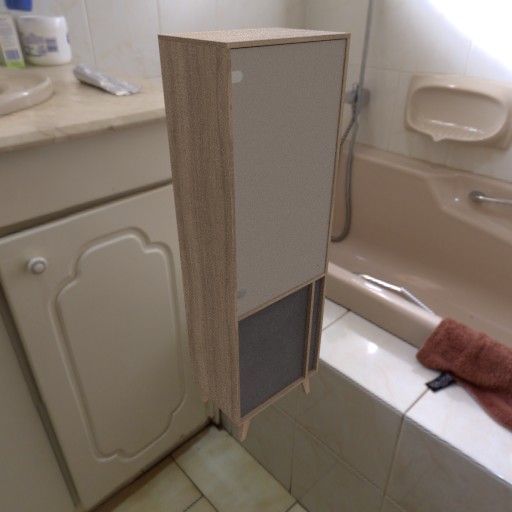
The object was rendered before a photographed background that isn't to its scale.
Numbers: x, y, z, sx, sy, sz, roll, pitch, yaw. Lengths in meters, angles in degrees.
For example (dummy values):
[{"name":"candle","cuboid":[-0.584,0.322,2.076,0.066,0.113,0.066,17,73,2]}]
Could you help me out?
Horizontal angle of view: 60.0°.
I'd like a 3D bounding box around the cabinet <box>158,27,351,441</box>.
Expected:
[{"name":"cabinet","cuboid":[0.000,0.000,2.059,0.570,1.850,0.400,-24,38,-34]}]
